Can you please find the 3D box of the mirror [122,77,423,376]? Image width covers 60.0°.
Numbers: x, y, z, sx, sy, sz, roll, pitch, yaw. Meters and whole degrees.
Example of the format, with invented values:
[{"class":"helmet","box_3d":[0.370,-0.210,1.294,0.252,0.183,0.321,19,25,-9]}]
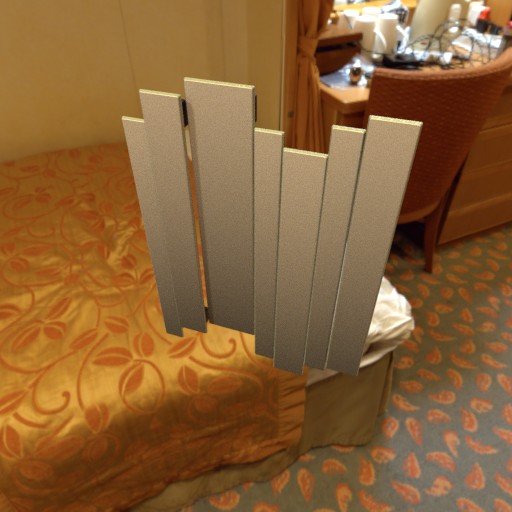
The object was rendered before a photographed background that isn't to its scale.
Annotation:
[{"class":"mirror","box_3d":[0.000,0.000,0.805,0.445,0.611,0.058,13,43,14]}]
